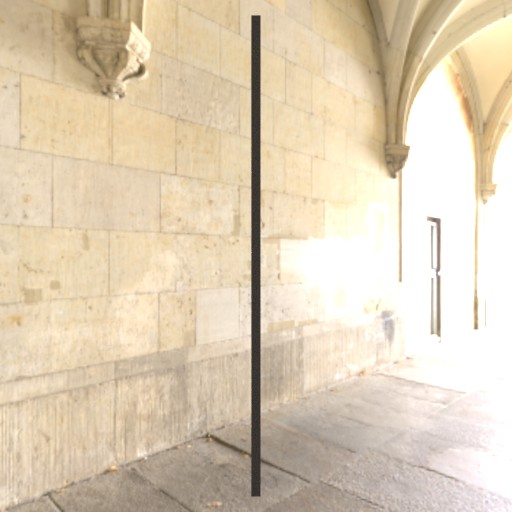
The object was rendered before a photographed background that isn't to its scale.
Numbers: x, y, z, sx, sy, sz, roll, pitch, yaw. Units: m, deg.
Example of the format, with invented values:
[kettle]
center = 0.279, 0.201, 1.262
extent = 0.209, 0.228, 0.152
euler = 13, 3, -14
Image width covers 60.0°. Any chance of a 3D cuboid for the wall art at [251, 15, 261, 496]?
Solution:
[wall art]
center = 0.000, 0.000, 0.833
extent = 0.013, 0.657, 0.457
euler = 0, 0, 0
